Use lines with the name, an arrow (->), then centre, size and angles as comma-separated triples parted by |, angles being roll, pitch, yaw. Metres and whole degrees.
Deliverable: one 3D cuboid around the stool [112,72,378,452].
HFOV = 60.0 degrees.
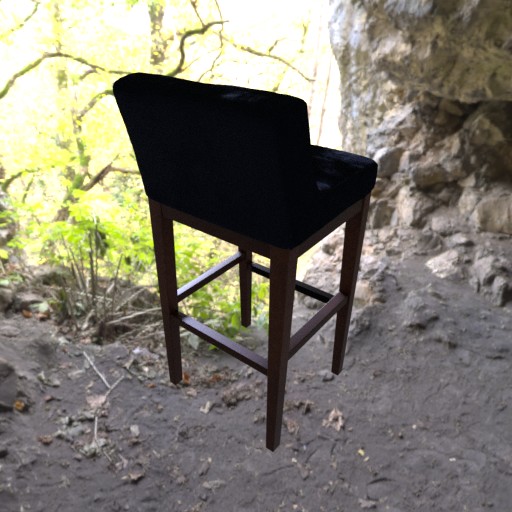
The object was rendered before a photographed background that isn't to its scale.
stool -> 0.000, 0.000, 1.335 | 0.511, 1.037, 0.500 | 22, 37, 32
